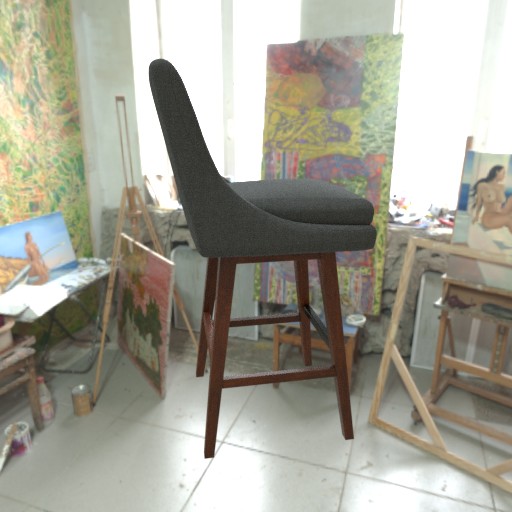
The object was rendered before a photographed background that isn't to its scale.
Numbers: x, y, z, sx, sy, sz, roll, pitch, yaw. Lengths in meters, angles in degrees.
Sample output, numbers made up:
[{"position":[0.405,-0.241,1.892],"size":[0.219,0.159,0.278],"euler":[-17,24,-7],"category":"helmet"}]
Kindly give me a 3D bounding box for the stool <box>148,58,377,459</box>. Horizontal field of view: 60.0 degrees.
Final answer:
[{"position":[0.000,0.000,1.248],"size":[0.524,0.977,0.447],"euler":[-3,18,-10],"category":"stool"}]
